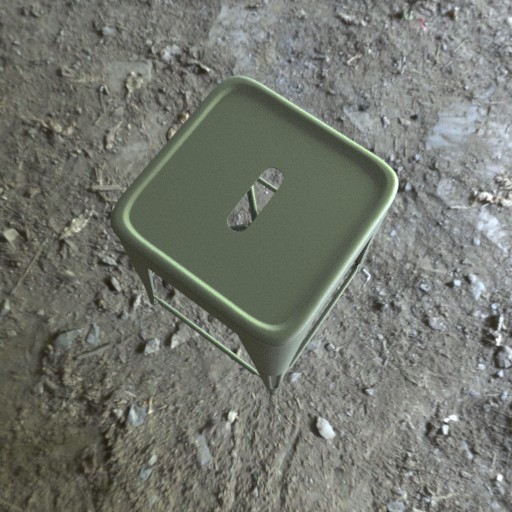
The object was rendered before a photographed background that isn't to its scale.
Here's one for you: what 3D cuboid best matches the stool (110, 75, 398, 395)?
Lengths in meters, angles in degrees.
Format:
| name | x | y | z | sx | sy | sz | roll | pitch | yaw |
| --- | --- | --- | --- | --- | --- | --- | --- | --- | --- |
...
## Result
| name | x | y | z | sx | sy | sz | roll | pitch | yaw |
| --- | --- | --- | --- | --- | --- | --- | --- | --- | --- |
| stool | 0.000 | 0.000 | 0.895 | 0.410 | 0.608 | 0.410 | 35 | 78 | 9 |
